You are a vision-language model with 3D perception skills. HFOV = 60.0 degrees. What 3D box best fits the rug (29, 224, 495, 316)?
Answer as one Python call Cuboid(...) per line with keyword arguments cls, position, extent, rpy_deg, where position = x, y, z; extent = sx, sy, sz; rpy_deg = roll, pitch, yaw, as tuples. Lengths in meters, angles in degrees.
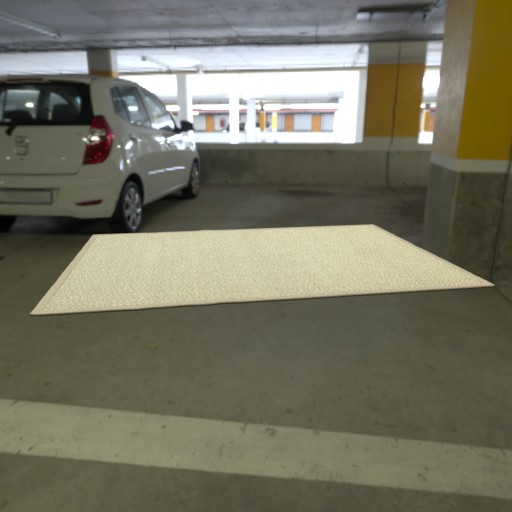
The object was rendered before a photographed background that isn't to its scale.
Cuboid(cls="rug", position=(0.000, 0.000, 2.864), extent=(2.290, 0.021, 1.540), rpy_deg=(-3, 16, -9))
